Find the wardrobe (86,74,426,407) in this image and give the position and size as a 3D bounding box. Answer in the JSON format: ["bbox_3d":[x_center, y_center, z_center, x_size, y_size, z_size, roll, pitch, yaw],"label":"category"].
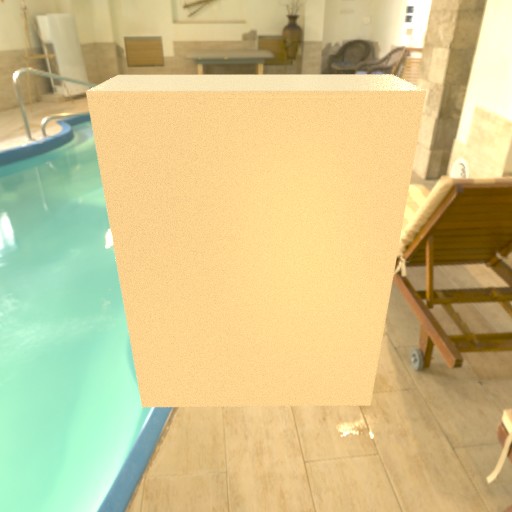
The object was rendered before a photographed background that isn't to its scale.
[{"bbox_3d":[0.000,0.000,1.620,0.900,1.200,0.360,0,29,-1],"label":"wardrobe"}]
